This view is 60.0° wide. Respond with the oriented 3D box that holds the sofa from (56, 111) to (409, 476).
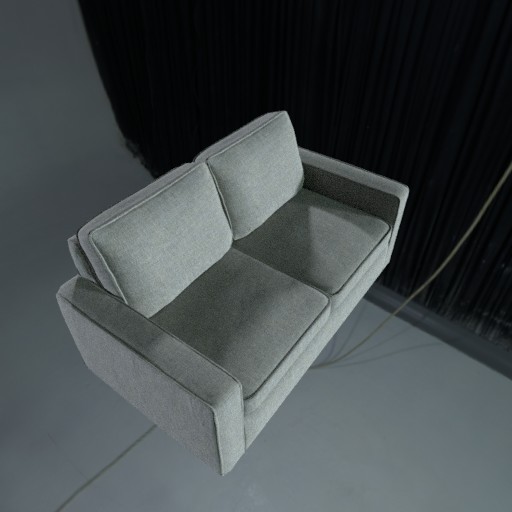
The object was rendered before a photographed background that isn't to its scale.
[{"bbox_3d":[0.000,0.000,2.279,0.945,0.915,1.706,27,49,26],"label":"sofa"}]
